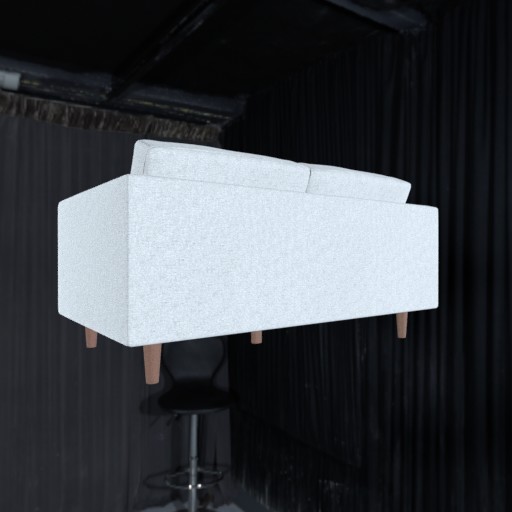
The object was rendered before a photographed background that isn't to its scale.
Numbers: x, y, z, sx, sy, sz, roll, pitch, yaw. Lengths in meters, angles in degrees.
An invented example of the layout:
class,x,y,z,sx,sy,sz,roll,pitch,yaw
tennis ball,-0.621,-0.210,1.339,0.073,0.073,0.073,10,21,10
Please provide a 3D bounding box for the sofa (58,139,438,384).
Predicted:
class,x,y,z,sx,sy,sz,roll,pitch,yaw
sofa,0.000,0.000,2.301,1.731,0.900,1.000,0,0,-36
